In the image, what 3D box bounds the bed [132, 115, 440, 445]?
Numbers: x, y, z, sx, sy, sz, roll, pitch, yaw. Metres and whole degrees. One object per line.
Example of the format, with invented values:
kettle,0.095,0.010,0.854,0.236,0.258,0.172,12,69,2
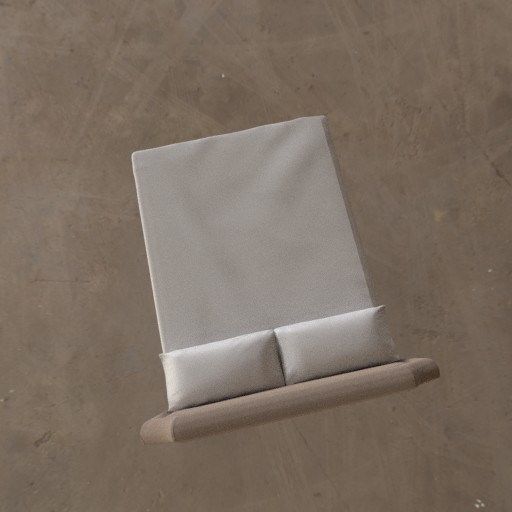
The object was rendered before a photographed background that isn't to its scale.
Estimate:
bed,0.000,0.000,3.271,1.828,1.303,2.164,-12,77,-3
